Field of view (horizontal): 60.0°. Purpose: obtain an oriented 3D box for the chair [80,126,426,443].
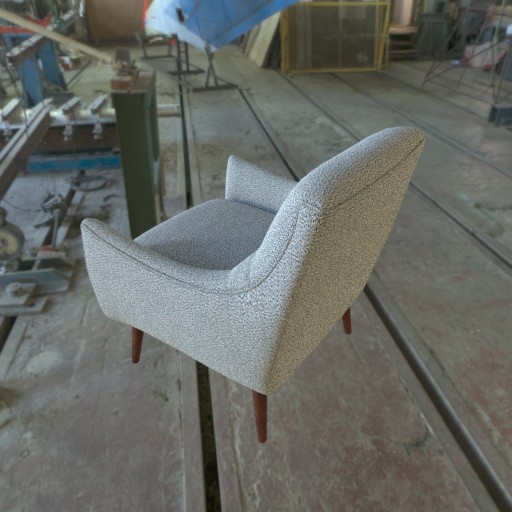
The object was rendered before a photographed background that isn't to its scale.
[{"bbox_3d":[0.000,0.000,1.431,0.787,0.838,0.762,20,37,30],"label":"chair"}]
